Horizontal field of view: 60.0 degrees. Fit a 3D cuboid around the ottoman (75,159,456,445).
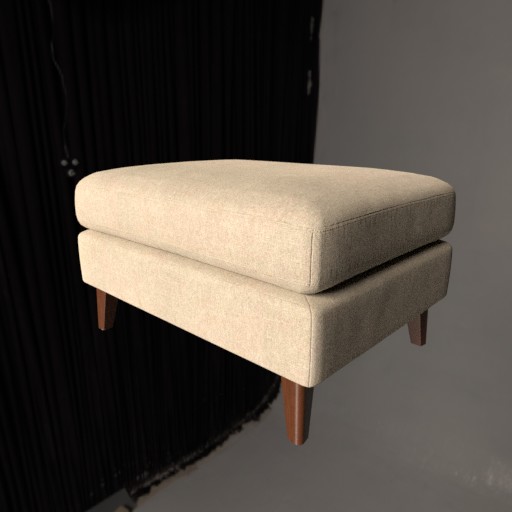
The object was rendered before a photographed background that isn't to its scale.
[{"bbox_3d":[0.000,0.000,1.192,0.823,0.478,0.610,14,21,41],"label":"ottoman"}]
